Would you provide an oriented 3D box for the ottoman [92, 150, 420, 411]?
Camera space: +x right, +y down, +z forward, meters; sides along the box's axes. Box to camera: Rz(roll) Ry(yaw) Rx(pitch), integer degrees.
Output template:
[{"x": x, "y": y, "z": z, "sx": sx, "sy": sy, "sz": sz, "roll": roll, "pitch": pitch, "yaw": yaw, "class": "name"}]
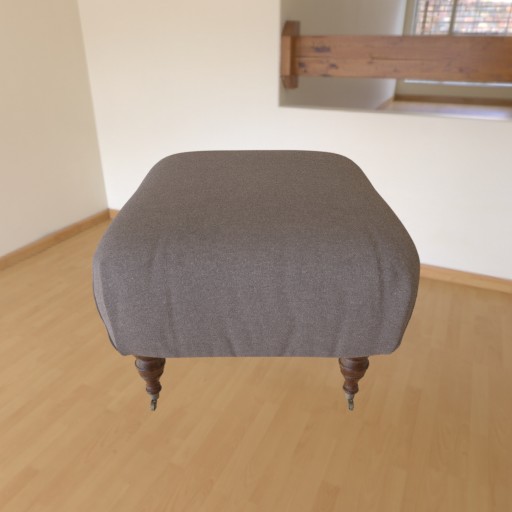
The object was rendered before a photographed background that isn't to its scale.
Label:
[{"x": 0.000, "y": 0.000, "z": 1.151, "sx": 0.622, "sy": 0.450, "sz": 0.747, "roll": 0, "pitch": 27, "yaw": 0, "class": "ottoman"}]
